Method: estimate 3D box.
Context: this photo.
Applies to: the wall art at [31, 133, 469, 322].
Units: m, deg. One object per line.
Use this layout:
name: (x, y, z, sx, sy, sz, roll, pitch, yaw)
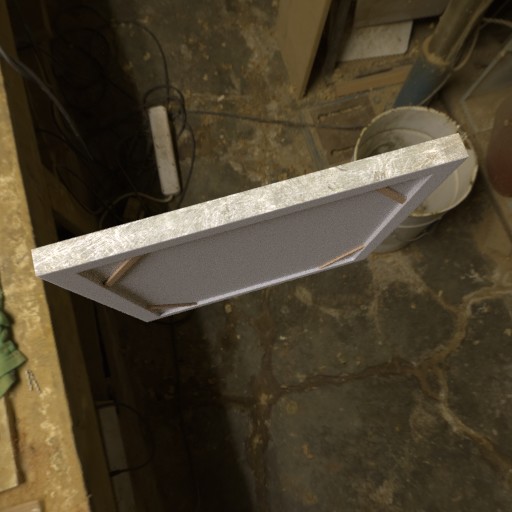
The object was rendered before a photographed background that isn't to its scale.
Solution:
wall art: (0.000, 0.000, 0.899, 0.610, 0.610, 0.038, -16, 77, -4)
